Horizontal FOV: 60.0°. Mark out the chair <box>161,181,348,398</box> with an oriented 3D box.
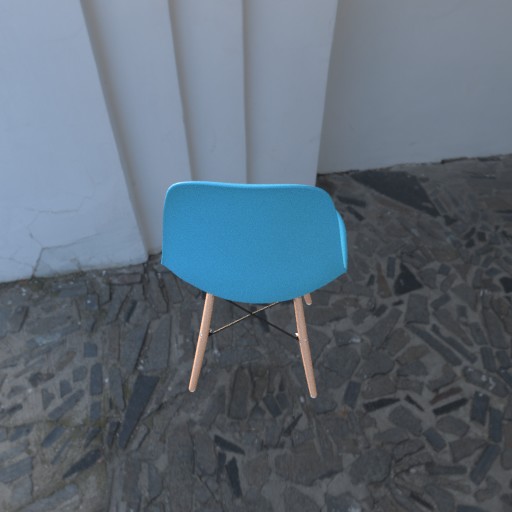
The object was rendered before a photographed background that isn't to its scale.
[{"bbox_3d":[0.000,0.000,1.159,0.470,0.826,0.531,2,45,2],"label":"chair"}]
